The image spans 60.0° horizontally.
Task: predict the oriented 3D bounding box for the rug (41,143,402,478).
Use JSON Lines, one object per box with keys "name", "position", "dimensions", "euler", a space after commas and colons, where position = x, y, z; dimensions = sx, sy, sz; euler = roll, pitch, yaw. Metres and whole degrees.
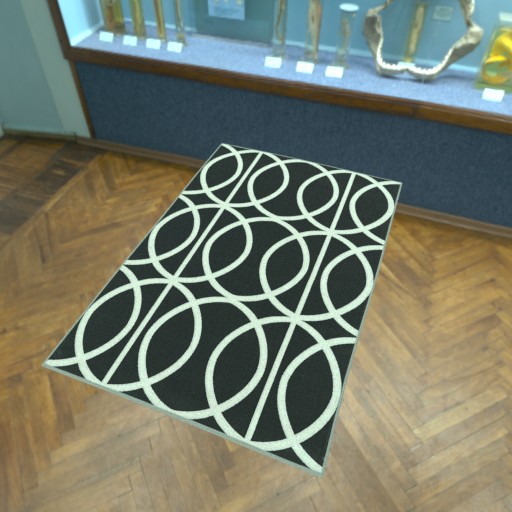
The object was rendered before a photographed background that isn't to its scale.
{"name": "rug", "position": [0.000, 0.000, 2.855], "dimensions": [1.526, 0.014, 2.290], "euler": [16, 48, 15]}
